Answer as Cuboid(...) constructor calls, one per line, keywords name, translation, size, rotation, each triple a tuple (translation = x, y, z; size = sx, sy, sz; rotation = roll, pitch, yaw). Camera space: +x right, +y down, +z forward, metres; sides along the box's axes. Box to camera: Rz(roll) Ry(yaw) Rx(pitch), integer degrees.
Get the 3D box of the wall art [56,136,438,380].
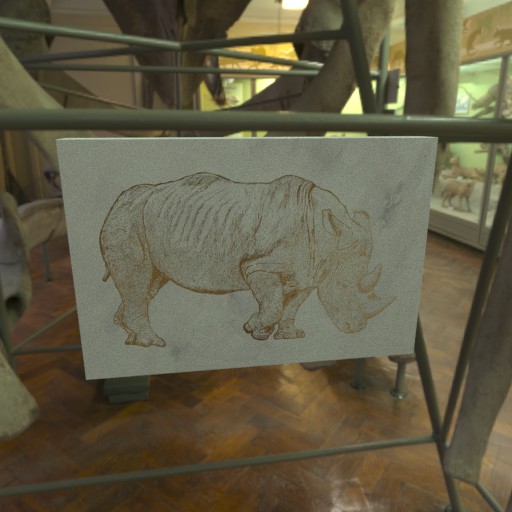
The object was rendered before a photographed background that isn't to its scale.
Cuboid(name="wall art", translation=(0.000, 0.000, 0.492), size=(0.381, 0.254, 0.038), rotation=(-3, 17, -8))
